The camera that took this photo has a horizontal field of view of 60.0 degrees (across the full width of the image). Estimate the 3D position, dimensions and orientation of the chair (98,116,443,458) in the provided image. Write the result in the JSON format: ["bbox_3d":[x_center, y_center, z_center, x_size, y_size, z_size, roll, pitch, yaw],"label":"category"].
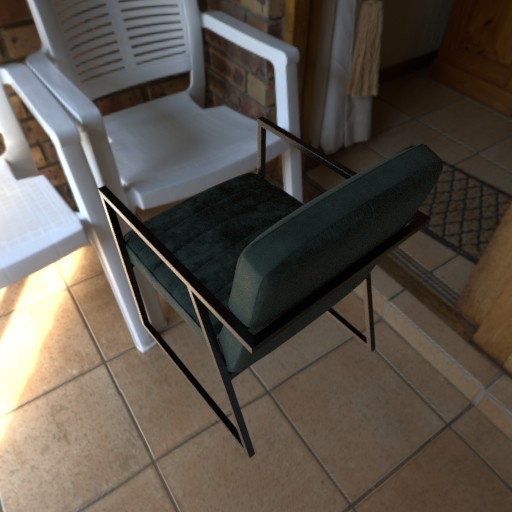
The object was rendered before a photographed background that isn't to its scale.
[{"bbox_3d":[0.000,0.000,1.275,0.571,0.833,0.677,-31,54,-26],"label":"chair"}]
